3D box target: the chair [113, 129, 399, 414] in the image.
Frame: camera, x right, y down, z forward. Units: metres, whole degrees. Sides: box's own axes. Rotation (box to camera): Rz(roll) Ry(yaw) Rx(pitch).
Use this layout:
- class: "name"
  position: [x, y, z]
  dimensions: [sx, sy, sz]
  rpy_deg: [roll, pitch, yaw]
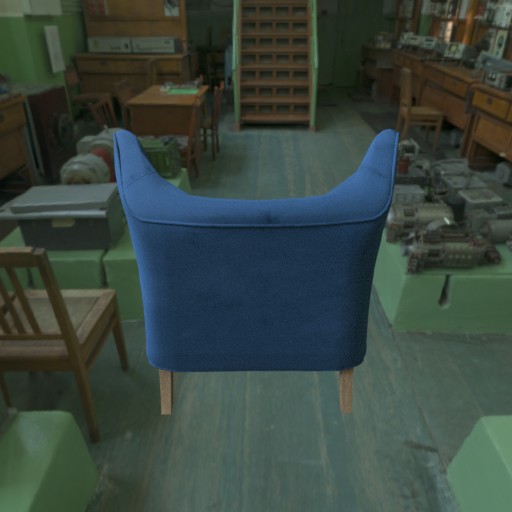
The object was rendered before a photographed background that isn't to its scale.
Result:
- class: "chair"
  position: [0.000, 0.000, 1.569]
  dimensions: [0.793, 0.952, 0.910]
  rpy_deg: [0, 29, 0]
